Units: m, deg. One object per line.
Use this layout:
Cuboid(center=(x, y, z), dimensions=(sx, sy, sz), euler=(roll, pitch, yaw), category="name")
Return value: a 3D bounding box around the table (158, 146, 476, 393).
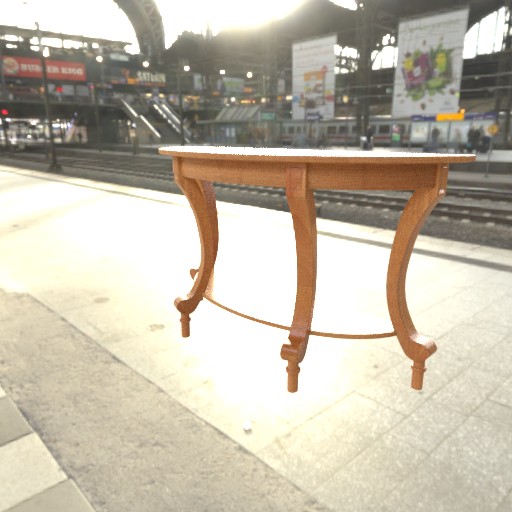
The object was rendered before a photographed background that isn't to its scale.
Cuboid(center=(0.000, 0.000, 1.499), dimensions=(1.198, 0.692, 0.394), euler=(15, 21, 42), category="table")
